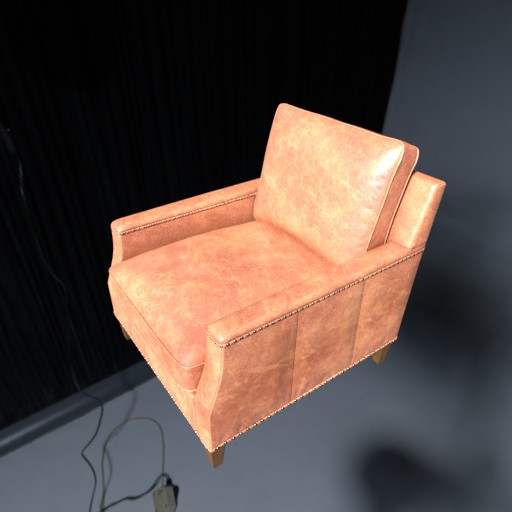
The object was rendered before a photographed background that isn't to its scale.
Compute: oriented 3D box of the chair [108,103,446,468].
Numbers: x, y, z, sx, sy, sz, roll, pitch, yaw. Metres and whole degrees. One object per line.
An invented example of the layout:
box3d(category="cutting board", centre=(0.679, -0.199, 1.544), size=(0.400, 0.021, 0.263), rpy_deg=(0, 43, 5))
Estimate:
box3d(category="chair", centre=(0.000, 0.000, 1.732), size=(1.014, 0.943, 0.853), rpy_deg=(-21, 38, -29))
